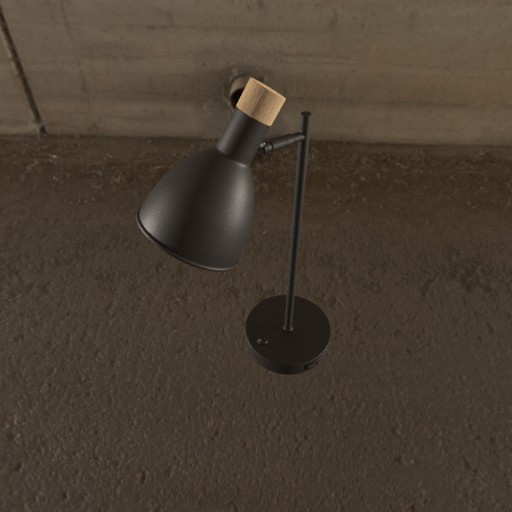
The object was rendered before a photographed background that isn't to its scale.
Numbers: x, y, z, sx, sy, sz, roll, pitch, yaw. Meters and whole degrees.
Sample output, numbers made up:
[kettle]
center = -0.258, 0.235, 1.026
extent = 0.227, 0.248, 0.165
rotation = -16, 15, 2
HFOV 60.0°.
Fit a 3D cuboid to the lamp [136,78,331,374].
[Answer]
[lamp]
center = 0.000, 0.000, 0.603
extent = 0.287, 0.483, 0.152
rotation = -23, 49, -21
